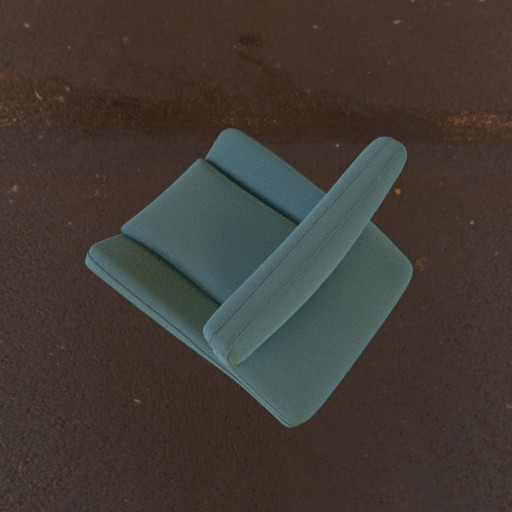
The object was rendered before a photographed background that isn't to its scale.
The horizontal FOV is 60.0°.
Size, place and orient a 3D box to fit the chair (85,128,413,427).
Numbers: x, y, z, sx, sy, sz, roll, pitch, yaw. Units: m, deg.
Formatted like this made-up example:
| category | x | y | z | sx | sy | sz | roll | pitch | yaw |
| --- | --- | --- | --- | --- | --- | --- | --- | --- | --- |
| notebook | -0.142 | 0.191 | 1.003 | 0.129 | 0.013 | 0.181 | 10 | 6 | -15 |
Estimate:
| category | x | y | z | sx | sy | sz | roll | pitch | yaw |
| --- | --- | --- | --- | --- | --- | --- | --- | --- | --- |
| chair | 0.000 | 0.000 | 1.648 | 1.008 | 0.855 | 0.859 | 36 | 68 | 17 |
